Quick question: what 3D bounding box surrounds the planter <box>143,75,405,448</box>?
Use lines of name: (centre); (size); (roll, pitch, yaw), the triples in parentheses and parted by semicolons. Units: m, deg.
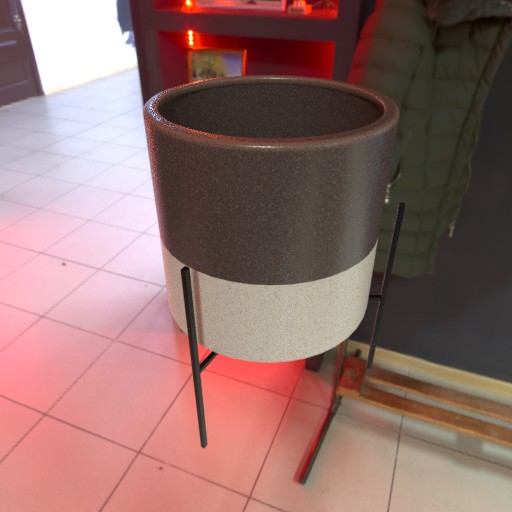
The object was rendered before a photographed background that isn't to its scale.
planter: (0.000, 0.000, 0.513); (0.250, 0.353, 0.260); (-22, 39, -29)
